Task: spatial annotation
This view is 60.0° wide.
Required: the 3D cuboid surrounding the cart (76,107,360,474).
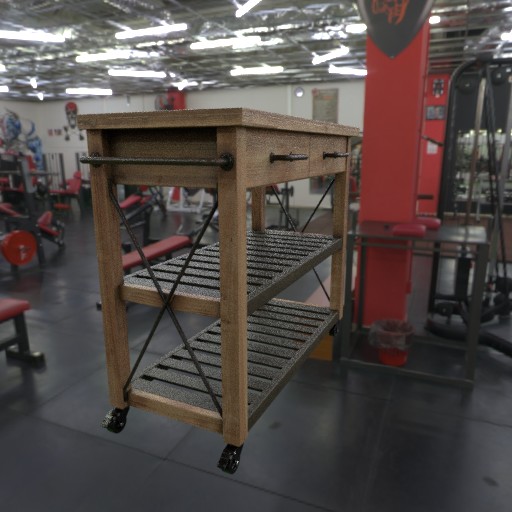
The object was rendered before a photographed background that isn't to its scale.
[{"bbox_3d":[0.000,0.000,0.961,0.298,0.554,0.686,6,15,25],"label":"cart"}]
